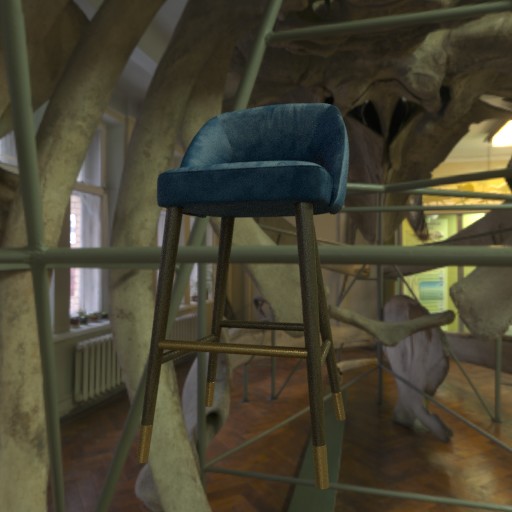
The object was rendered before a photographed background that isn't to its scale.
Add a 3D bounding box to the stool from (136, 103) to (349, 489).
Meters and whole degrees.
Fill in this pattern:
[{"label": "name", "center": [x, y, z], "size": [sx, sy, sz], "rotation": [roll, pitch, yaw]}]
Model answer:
[{"label": "stool", "center": [0.000, 0.000, 1.266], "size": [0.514, 1.016, 0.515], "rotation": [0, 0, 16]}]
